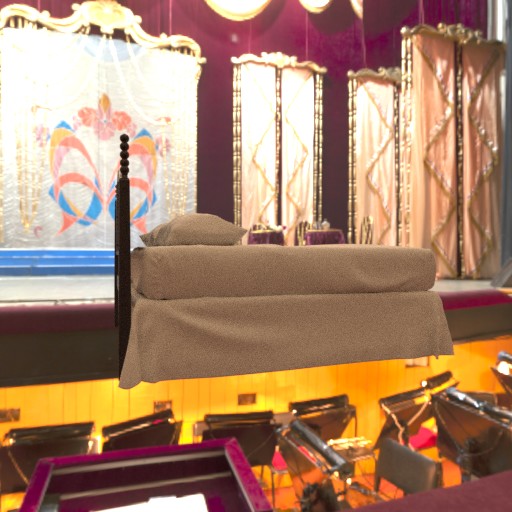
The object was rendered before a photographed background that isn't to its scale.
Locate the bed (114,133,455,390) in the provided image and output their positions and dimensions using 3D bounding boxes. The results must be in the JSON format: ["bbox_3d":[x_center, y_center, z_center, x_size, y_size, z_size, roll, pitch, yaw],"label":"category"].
[{"bbox_3d":[0.000,0.000,3.656,2.219,1.355,2.322,0,0,-18],"label":"bed"}]
